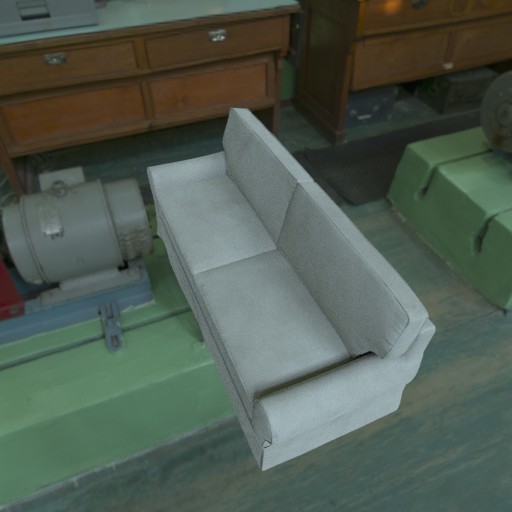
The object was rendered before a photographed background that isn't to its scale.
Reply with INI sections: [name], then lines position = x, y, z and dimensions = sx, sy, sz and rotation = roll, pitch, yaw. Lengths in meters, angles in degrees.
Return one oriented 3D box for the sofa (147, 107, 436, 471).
[sofa]
position = 0.000, 0.000, 2.805
dimensions = 0.900, 1.014, 2.246
rotation = -17, 48, -17
